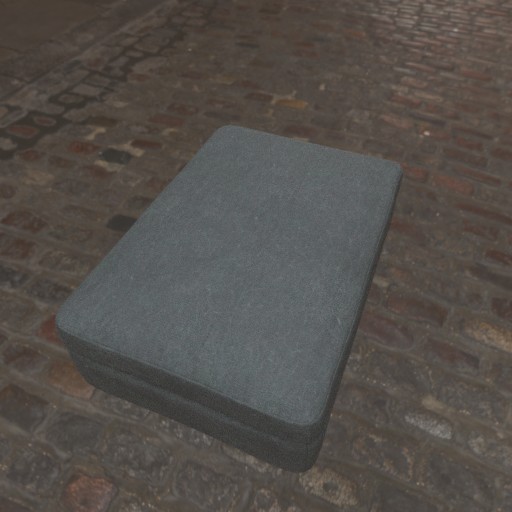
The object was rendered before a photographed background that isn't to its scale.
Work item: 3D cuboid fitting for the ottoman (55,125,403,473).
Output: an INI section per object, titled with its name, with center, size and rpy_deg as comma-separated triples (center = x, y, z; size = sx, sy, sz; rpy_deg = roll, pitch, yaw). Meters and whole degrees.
[ottoman]
center = 0.000, 0.000, 1.623
size = 0.840, 0.429, 1.199
rpy_deg = 17, 50, 15
